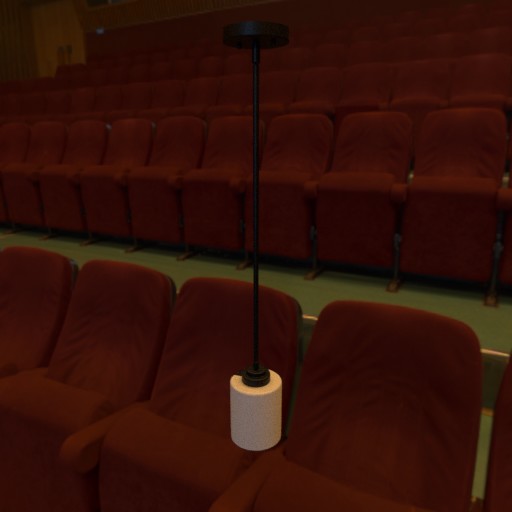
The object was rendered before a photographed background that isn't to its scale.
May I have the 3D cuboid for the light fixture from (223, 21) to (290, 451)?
[{"bbox_3d":[0.000,0.000,0.928,0.123,0.863,0.123,7,17,26],"label":"light fixture"}]
